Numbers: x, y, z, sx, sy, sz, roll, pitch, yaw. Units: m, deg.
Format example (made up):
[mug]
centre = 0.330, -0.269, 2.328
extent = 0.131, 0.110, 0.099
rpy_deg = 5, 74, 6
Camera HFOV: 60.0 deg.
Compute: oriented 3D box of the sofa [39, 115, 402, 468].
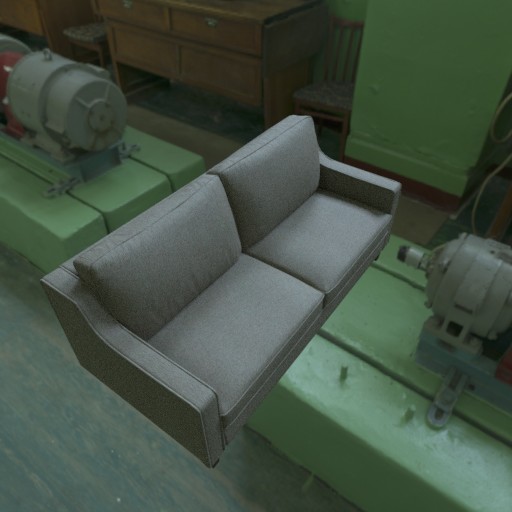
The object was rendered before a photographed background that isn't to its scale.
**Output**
[sofa]
centre = 0.000, 0.000, 2.835
extent = 1.073, 1.074, 2.181
rpy_deg = 26, 48, 26
